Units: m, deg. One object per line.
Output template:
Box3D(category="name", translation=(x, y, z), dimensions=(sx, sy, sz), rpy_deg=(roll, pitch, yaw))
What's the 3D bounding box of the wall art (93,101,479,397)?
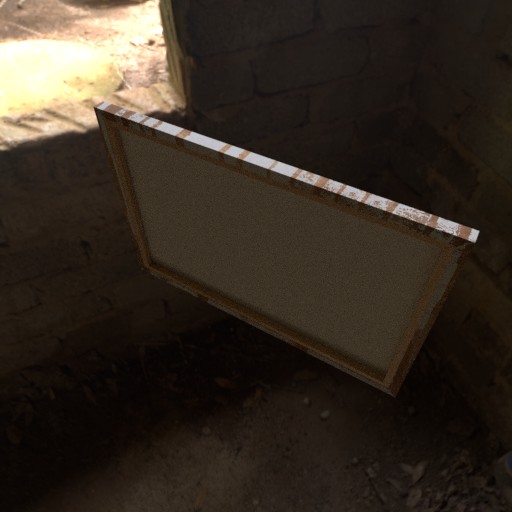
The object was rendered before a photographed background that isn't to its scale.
Box3D(category="wall art", translation=(0.000, 0.000, 1.167), dimensions=(0.914, 0.609, 0.035), rpy_deg=(24, 52, 20))
